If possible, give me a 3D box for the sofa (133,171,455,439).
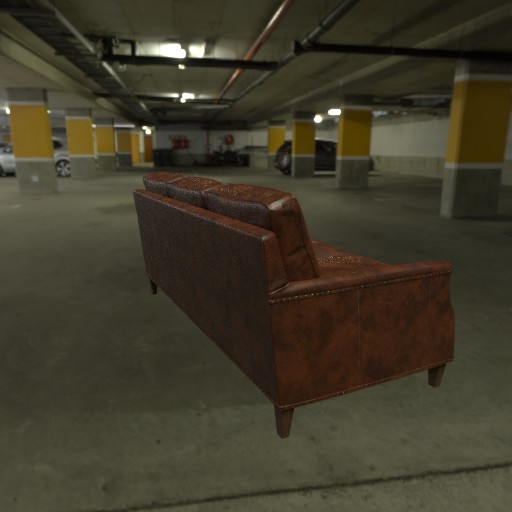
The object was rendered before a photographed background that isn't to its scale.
[{"bbox_3d":[0.000,0.000,2.826,1.084,1.003,2.240,-7,15,-26],"label":"sofa"}]
